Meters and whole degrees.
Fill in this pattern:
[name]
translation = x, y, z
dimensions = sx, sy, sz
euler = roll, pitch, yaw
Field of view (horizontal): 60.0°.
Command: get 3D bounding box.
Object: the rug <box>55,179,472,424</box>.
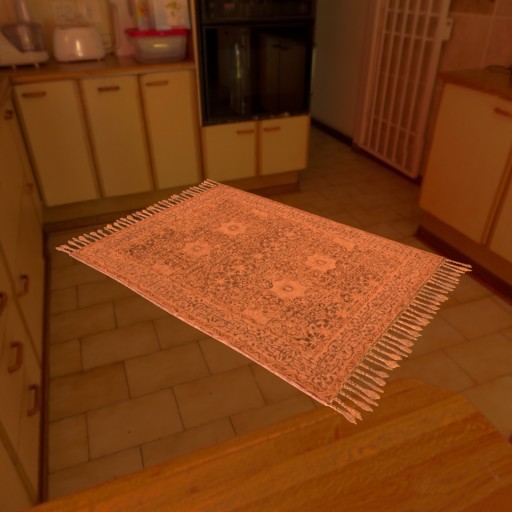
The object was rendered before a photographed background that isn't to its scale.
[rug]
translation = 0.000, 0.000, 3.092
dimensions = 2.465, 0.023, 1.619
euler = 23, 39, 32
